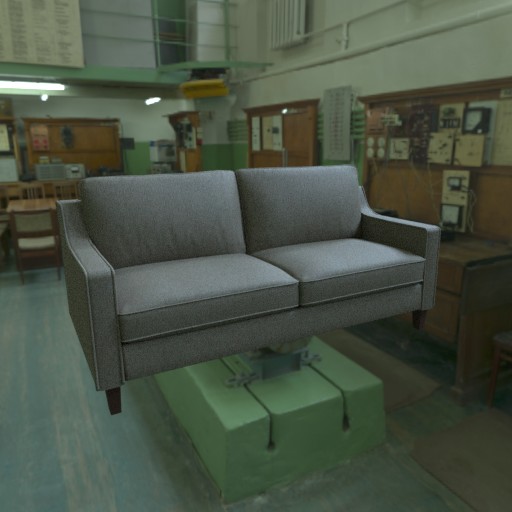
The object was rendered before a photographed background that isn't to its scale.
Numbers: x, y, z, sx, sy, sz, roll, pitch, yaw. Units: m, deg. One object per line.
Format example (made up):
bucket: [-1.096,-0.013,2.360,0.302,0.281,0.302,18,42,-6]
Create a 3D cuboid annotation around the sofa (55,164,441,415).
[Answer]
sofa: [0.000,0.000,2.813,2.181,1.074,1.073,-8,16,-28]
